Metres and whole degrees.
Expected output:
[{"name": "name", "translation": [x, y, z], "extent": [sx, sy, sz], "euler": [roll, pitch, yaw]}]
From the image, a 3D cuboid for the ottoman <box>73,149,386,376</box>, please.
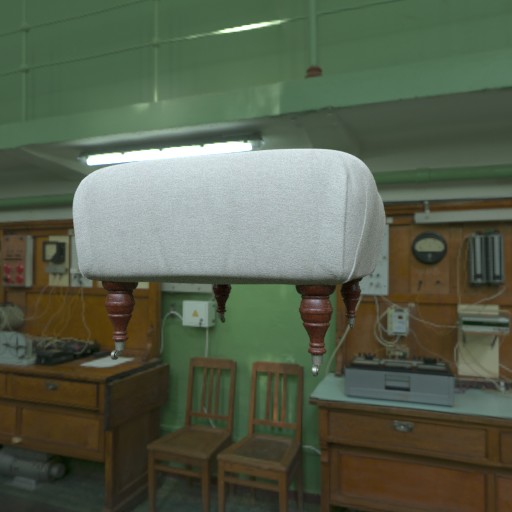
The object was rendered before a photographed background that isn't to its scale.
[{"name": "ottoman", "translation": [0.000, 0.000, 1.175], "extent": [0.639, 0.450, 0.746], "euler": [0, -1, 18]}]
